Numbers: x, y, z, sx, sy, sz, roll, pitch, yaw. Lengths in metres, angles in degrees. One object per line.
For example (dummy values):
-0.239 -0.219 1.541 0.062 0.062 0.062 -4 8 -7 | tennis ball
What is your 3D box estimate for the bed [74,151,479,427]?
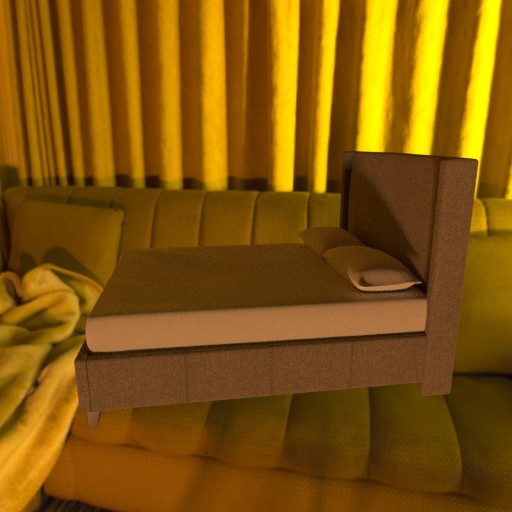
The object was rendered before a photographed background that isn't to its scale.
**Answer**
0.000 0.000 3.279 2.245 1.481 1.714 -2 15 -8 | bed
